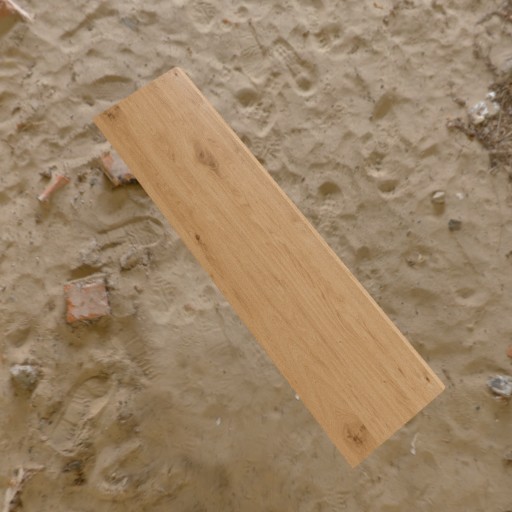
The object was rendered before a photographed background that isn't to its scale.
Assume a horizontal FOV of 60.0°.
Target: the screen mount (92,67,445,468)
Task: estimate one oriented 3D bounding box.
[{"bbox_3d":[0.000,0.000,1.940,0.450,0.430,1.700,-36,78,-9],"label":"screen mount"}]
